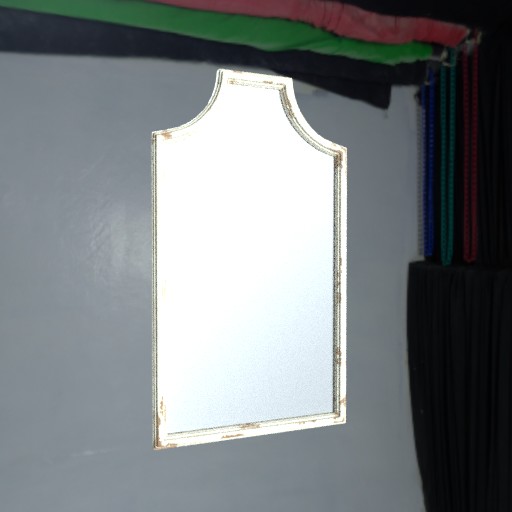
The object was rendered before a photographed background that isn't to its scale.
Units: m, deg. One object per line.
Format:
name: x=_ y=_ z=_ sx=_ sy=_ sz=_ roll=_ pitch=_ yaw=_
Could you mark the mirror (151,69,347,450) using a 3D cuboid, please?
mirror: x=0.000 y=0.000 z=0.880 sx=0.403 sy=0.717 sz=0.022 roll=0 pitch=1 yaw=-18
